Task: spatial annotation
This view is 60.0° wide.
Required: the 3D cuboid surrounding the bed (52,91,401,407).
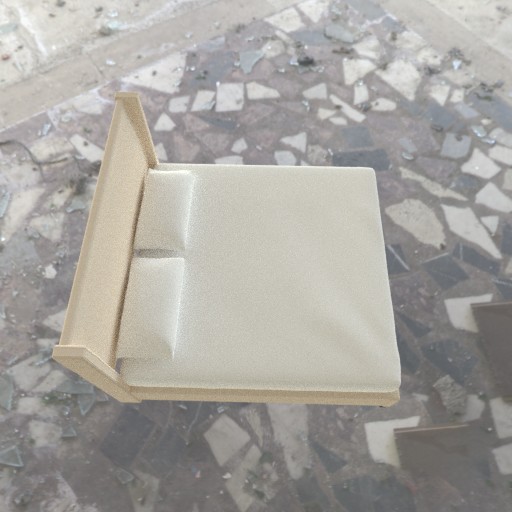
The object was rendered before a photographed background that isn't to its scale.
[{"bbox_3d":[0.000,0.000,3.661,2.293,1.471,2.145,1,62,1],"label":"bed"}]
